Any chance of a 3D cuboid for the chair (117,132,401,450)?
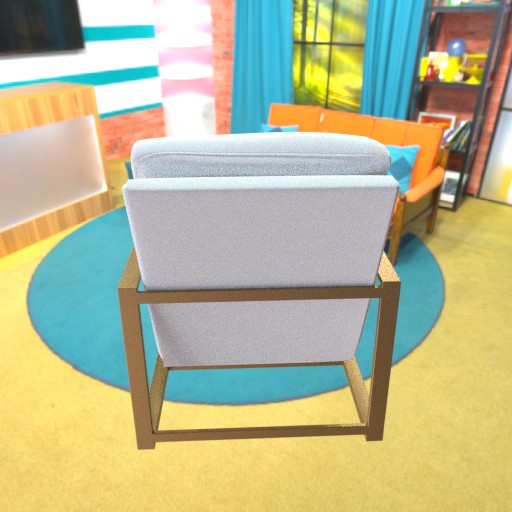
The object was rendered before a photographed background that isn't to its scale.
[{"bbox_3d":[0.000,0.000,1.569,0.805,0.966,0.813,-1,29,-2],"label":"chair"}]
